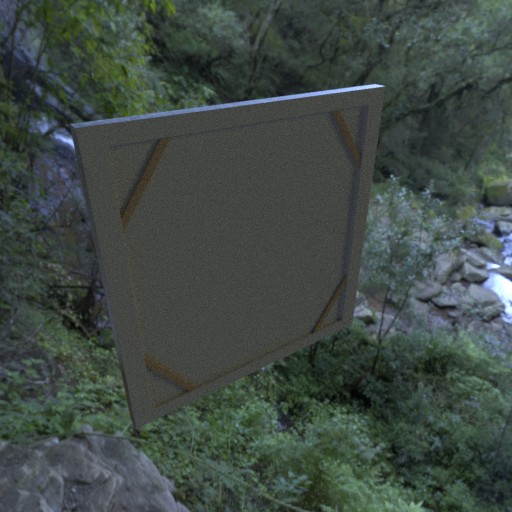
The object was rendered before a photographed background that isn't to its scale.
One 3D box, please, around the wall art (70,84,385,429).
[{"bbox_3d":[0.000,0.000,1.630,1.092,1.091,0.051,-19,35,-29],"label":"wall art"}]
